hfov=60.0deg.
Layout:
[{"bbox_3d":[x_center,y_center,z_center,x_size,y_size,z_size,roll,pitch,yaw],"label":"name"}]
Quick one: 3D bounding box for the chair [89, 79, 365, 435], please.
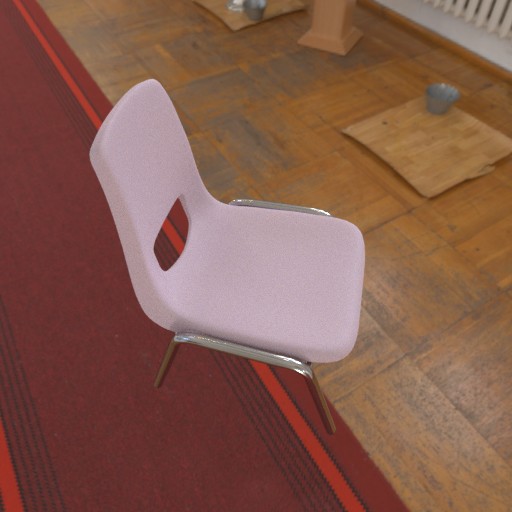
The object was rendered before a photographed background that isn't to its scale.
[{"bbox_3d":[0.000,0.000,0.767,0.385,0.536,0.354,10,50,9],"label":"chair"}]
